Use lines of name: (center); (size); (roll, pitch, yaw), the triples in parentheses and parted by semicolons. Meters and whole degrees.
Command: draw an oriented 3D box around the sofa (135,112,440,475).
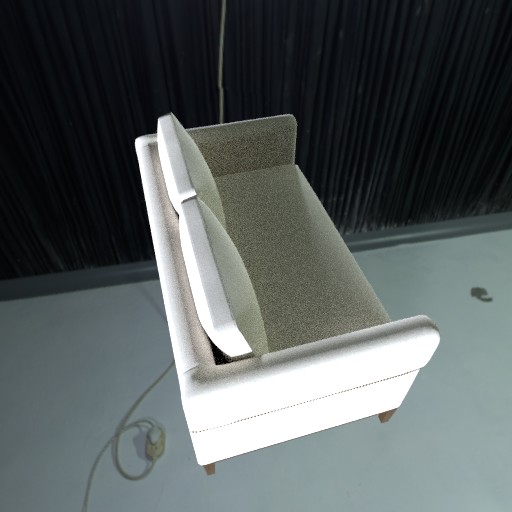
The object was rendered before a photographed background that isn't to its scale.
sofa: (0.000, 0.000, 2.115); (0.905, 0.873, 1.598); (-12, 48, -11)
